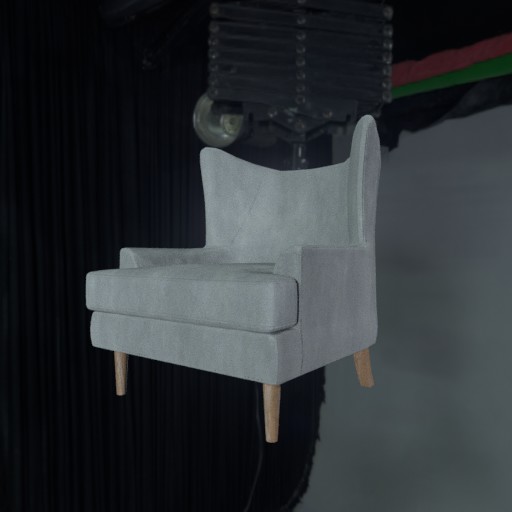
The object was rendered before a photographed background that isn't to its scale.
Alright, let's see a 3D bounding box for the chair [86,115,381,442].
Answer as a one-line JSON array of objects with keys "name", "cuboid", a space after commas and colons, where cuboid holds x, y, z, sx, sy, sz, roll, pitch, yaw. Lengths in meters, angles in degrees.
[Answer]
[{"name": "chair", "cuboid": [0.000, 0.000, 1.612, 0.784, 0.950, 0.906, 0, 0, 37]}]
